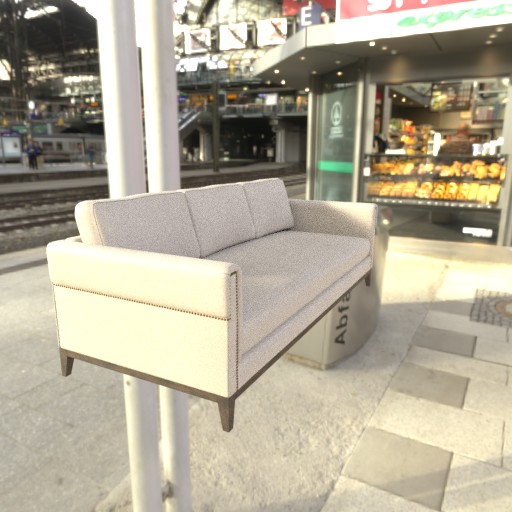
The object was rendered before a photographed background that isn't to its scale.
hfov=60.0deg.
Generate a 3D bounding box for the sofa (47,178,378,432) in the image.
[{"bbox_3d":[0.000,0.000,2.740,0.959,0.838,2.210,7,15,27],"label":"sofa"}]
